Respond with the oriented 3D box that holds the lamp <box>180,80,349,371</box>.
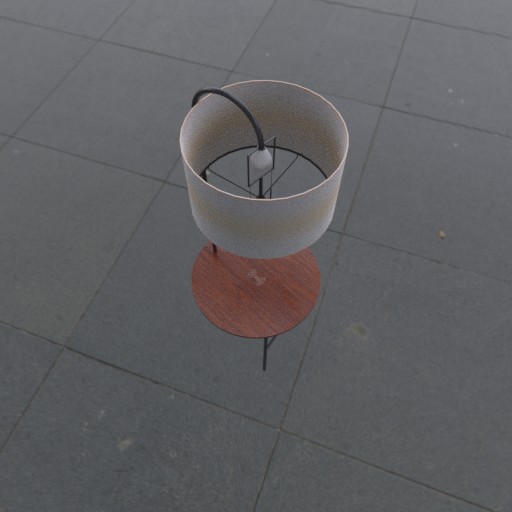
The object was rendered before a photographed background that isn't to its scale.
[{"bbox_3d":[0.000,0.000,1.818,0.573,1.517,0.573,0,58,0],"label":"lamp"}]
